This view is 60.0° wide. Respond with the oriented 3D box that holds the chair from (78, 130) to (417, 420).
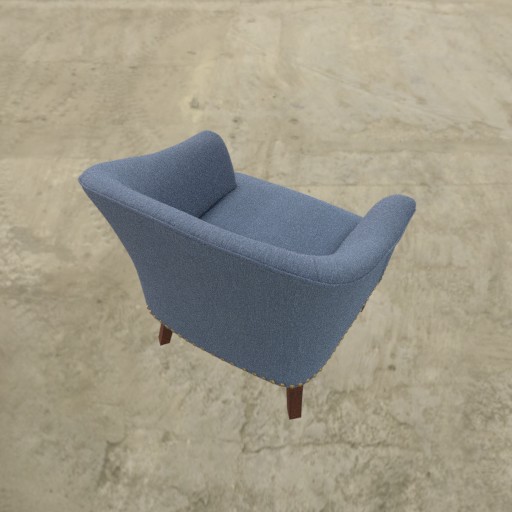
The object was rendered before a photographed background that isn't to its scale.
[{"bbox_3d":[0.000,0.000,1.372,0.772,0.815,0.704,24,51,21],"label":"chair"}]
